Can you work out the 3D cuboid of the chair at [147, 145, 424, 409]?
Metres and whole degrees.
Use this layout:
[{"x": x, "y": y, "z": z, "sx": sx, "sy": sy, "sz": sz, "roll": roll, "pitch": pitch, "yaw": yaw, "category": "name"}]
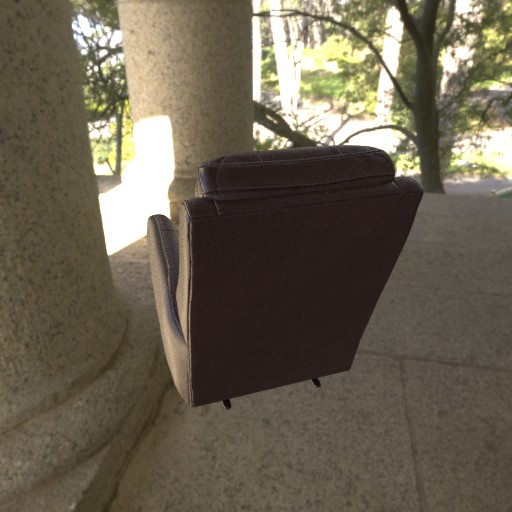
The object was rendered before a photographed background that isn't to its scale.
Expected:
[{"x": 0.000, "y": 0.000, "z": 1.800, "sx": 0.829, "sy": 1.030, "sz": 1.080, "roll": -8, "pitch": 27, "yaw": -16, "category": "chair"}]
